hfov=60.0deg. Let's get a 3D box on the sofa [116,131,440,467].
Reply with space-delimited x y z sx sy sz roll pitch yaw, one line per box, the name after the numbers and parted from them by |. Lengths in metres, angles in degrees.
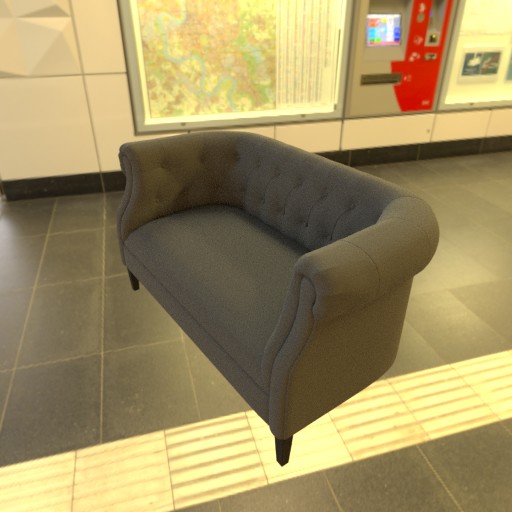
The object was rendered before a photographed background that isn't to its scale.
0.000 0.000 2.037 0.835 0.827 1.558 -20 36 -30 | sofa
